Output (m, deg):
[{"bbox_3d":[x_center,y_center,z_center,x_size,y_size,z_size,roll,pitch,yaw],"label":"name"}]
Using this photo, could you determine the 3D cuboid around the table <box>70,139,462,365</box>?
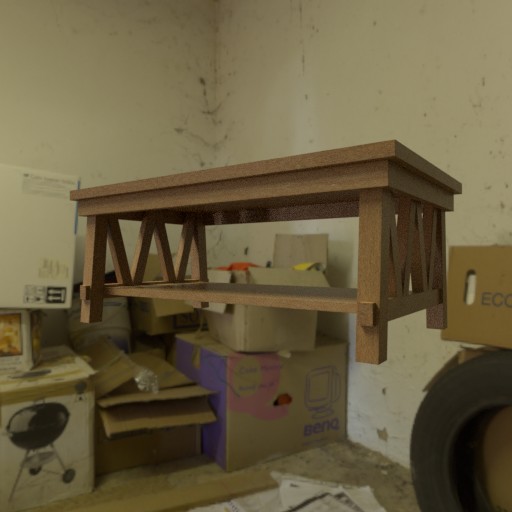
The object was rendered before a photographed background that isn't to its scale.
[{"bbox_3d":[0.000,0.000,1.637,1.270,0.507,0.711,0,0,36],"label":"table"}]
